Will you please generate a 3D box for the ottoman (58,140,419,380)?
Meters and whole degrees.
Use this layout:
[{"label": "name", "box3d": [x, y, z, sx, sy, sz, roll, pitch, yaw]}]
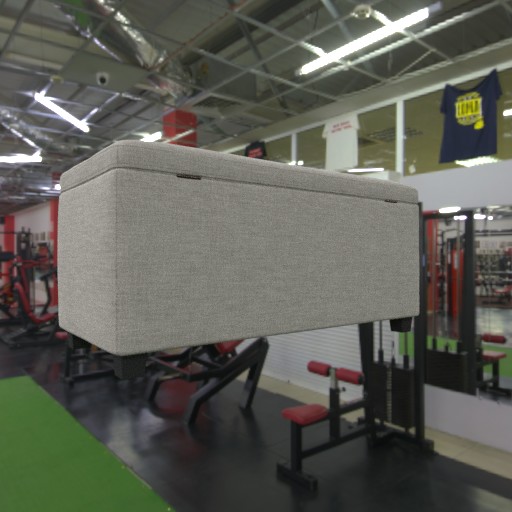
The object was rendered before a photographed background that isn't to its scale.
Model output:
[{"label": "ottoman", "box3d": [0.000, 0.000, 1.161, 0.902, 0.432, 0.419, 0, 0, -37]}]
